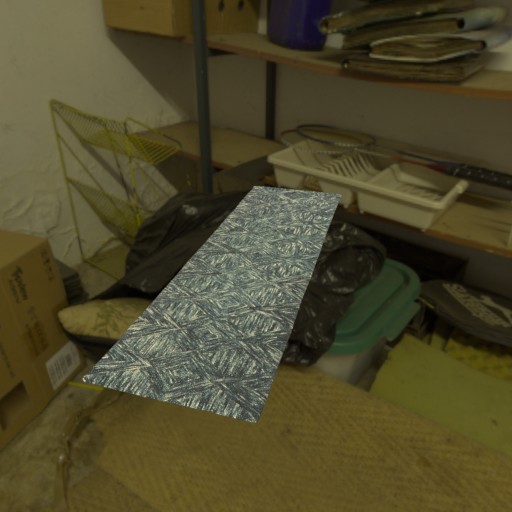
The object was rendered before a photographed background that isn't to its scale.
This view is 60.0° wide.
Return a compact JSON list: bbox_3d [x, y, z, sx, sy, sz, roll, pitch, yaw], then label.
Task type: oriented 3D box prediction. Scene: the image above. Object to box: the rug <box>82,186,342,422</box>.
[{"bbox_3d":[0.000,0.000,2.571,0.719,0.013,2.306,8,29,14],"label":"rug"}]
